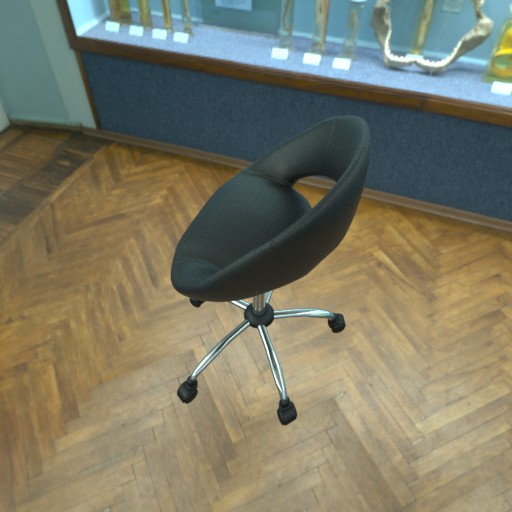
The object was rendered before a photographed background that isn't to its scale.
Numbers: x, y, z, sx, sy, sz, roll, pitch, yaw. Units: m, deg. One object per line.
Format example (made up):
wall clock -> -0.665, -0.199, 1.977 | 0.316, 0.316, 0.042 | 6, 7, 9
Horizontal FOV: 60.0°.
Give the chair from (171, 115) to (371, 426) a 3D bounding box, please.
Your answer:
chair -> 0.000, 0.000, 1.196 | 0.538, 0.791, 0.612 | 17, 49, 15
